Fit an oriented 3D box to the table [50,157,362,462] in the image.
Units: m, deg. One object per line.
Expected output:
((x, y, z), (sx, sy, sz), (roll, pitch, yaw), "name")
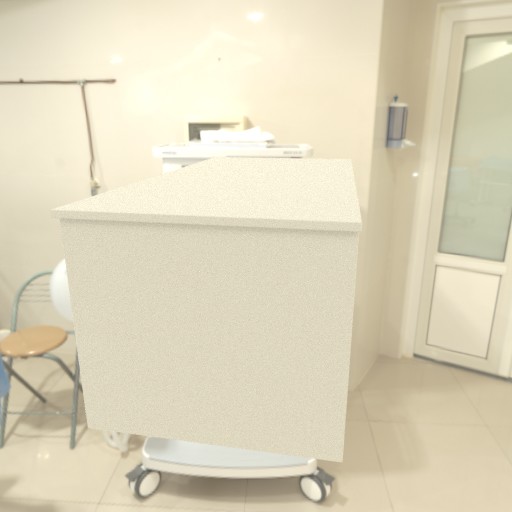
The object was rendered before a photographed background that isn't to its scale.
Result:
((0.000, 0.000, 1.218), (0.500, 0.441, 1.000), (3, 18, 10), "table")
